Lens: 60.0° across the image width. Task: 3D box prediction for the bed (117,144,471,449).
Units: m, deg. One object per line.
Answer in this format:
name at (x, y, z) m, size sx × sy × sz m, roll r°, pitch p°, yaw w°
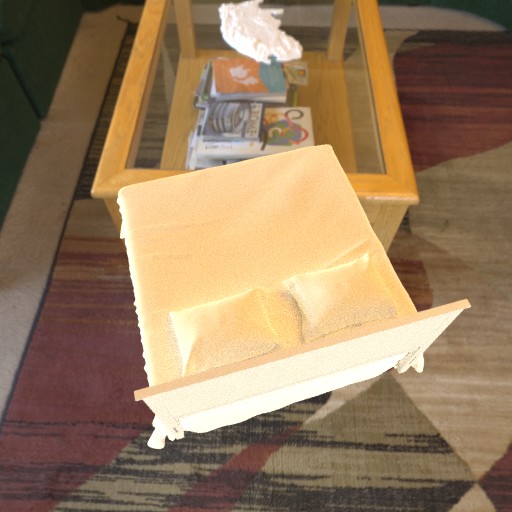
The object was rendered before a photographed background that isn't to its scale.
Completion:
bed at (0.000, 0.000, 3.572) m, size 2.317 × 1.273 × 2.215 m, roll -14°, pitch 59°, yaw -8°
